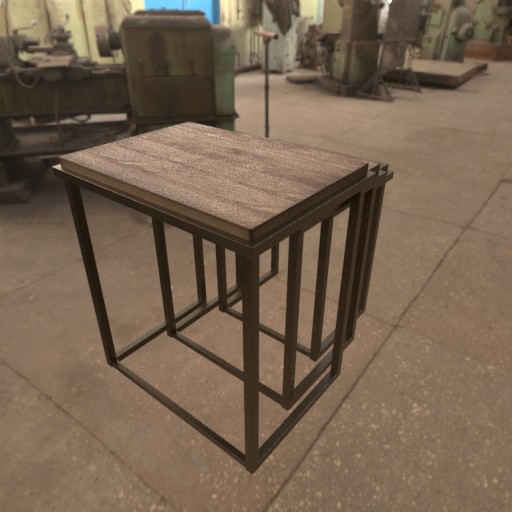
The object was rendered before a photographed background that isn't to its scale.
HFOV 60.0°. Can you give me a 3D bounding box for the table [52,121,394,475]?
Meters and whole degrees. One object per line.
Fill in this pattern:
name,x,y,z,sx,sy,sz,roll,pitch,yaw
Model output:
table,0.000,0.000,1.184,0.559,0.610,0.706,23,38,33
